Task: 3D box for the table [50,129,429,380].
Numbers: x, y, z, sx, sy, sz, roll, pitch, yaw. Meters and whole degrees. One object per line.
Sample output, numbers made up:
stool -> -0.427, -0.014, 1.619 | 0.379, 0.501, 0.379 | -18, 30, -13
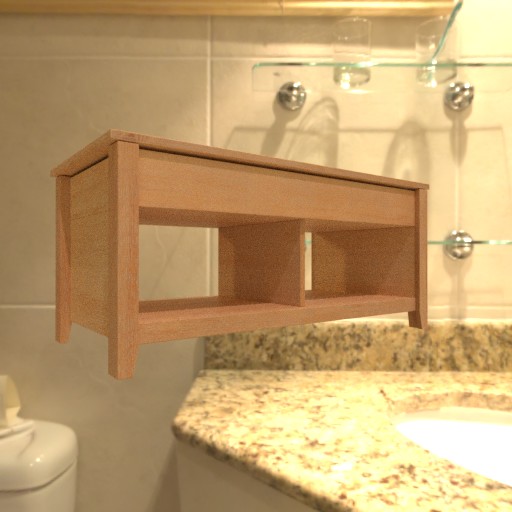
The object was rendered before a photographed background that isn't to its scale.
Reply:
table -> 0.000, 0.000, 1.298 | 1.016, 0.457, 0.483 | 0, 0, -37
